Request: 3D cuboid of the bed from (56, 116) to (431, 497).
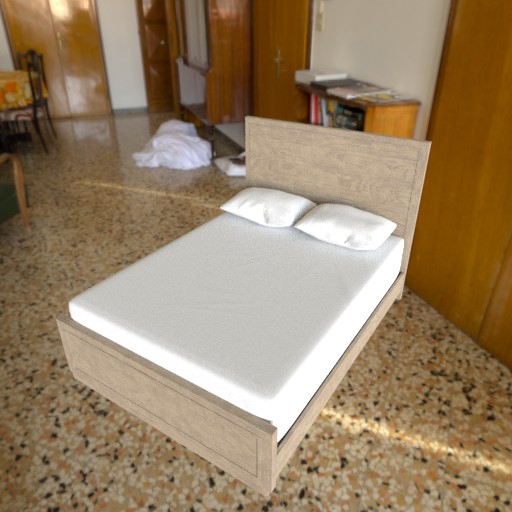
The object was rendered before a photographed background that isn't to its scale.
[{"bbox_3d":[0.000,0.000,3.129,1.606,1.369,2.189,18,34,29],"label":"bed"}]
